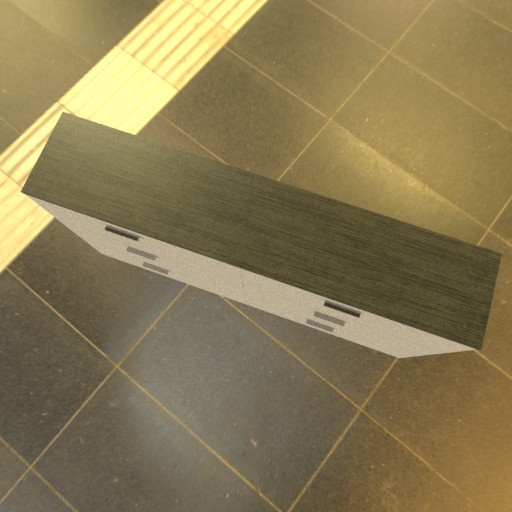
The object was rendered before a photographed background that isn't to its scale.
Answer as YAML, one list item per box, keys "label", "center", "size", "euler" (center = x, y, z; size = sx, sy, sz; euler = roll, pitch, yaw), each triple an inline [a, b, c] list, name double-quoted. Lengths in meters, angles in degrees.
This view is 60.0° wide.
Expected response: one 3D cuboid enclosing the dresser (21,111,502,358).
- label: "dresser"
  center: [0.000, 0.000, 1.809]
  size: [1.535, 0.790, 0.333]
  euler: [19, 76, 5]
